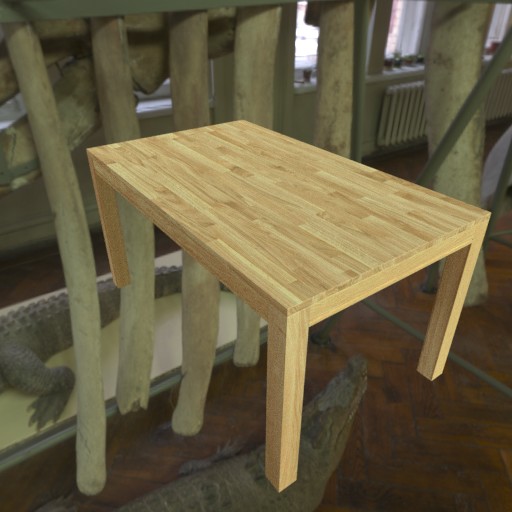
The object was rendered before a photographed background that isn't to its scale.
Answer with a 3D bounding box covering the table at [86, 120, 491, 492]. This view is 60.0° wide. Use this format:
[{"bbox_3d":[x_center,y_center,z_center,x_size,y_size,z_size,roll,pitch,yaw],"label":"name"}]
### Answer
[{"bbox_3d":[0.000,0.000,2.008,0.900,0.770,1.500,-21,37,-30],"label":"table"}]
